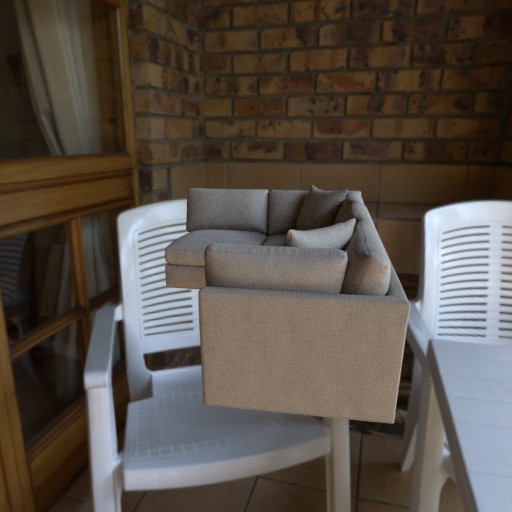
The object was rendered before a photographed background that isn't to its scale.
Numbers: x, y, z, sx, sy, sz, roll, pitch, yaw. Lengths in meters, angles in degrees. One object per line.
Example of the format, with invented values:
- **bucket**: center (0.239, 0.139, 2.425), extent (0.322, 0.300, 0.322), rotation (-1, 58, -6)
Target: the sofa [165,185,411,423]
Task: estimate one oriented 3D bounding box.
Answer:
- **sofa**: center (0.000, 0.000, 3.701), extent (1.994, 0.978, 2.896), rotation (3, 15, 9)
